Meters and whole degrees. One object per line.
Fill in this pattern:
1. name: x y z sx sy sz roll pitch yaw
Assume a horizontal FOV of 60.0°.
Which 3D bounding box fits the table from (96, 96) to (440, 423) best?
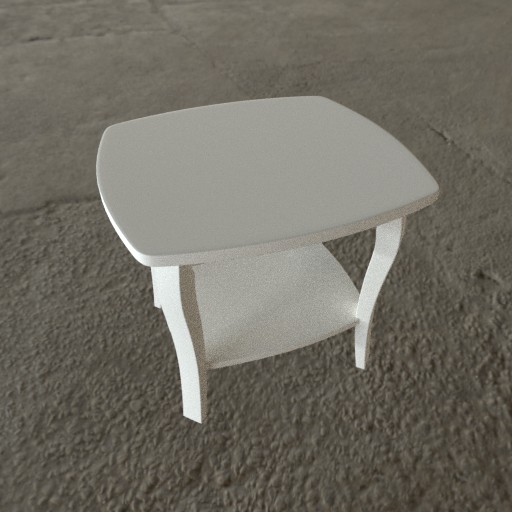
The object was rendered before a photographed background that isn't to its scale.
1. table: 0.000 0.000 0.866 0.502 0.438 0.451 -13 42 -15
